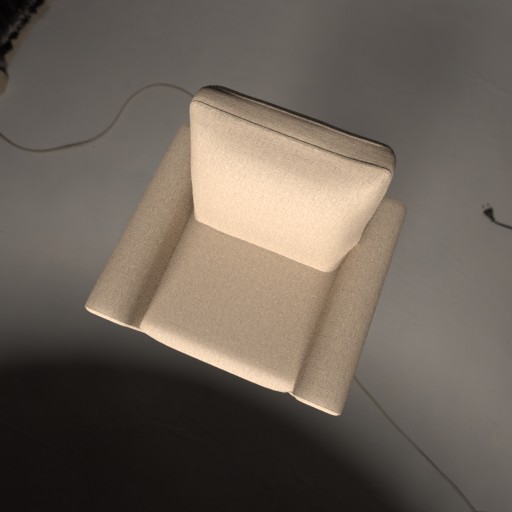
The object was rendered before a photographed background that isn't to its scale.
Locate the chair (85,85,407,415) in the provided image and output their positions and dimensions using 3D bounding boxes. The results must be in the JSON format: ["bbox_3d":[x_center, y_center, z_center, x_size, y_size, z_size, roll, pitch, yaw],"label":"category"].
[{"bbox_3d":[0.000,0.000,2.294,1.275,1.349,1.180,21,76,6],"label":"chair"}]
